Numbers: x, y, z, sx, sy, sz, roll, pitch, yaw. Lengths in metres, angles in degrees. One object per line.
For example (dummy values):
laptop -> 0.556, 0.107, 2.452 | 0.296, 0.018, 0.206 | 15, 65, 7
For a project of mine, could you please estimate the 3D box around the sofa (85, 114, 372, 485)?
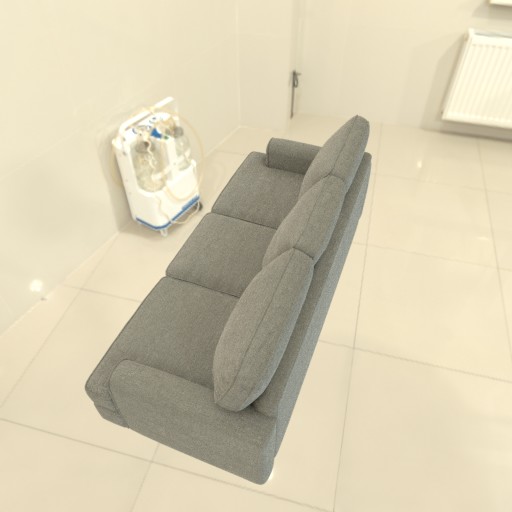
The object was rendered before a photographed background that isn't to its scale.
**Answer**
sofa -> 0.000, 0.000, 2.627 | 0.951, 0.965, 2.158 | 16, 48, 15
